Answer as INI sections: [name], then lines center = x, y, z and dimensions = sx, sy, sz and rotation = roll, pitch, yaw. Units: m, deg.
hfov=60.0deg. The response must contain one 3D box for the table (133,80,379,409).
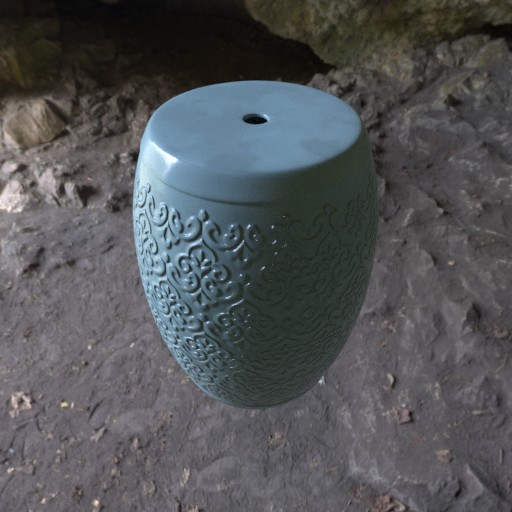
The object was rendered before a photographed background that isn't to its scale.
[table]
center = 0.000, 0.000, 0.607
dimensions = 0.309, 0.397, 0.309
rotation = 0, 41, 0
